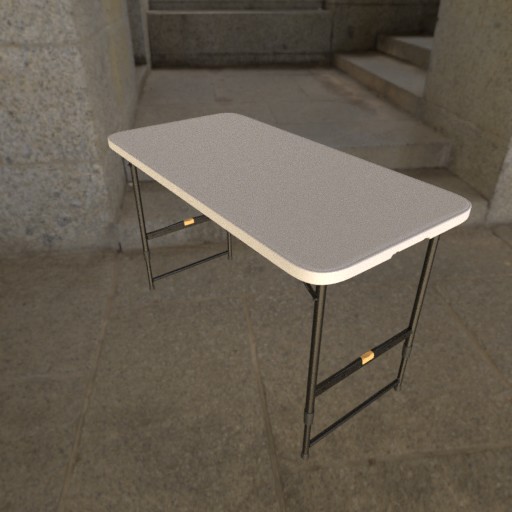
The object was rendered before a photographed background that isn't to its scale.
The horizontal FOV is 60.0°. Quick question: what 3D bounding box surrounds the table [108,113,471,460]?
[{"bbox_3d":[0.000,0.000,1.660,0.611,0.737,1.245,-22,38,-30],"label":"table"}]
